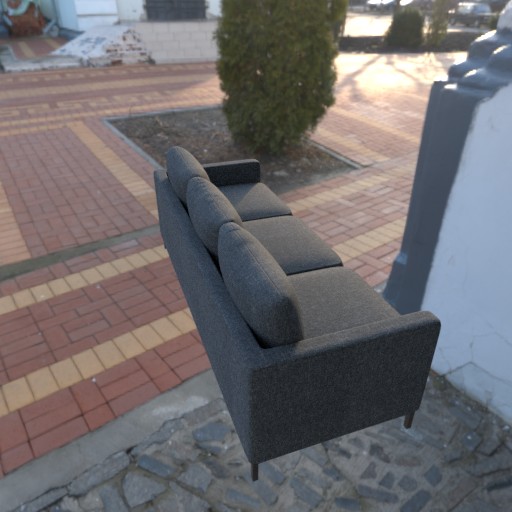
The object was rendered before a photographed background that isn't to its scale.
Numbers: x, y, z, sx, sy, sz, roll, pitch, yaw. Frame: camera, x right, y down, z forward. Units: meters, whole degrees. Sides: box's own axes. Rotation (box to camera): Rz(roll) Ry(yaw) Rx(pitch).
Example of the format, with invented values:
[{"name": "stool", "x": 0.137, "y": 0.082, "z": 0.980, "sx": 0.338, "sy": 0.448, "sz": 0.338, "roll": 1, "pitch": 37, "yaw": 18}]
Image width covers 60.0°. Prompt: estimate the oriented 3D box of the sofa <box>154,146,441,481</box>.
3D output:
[{"name": "sofa", "x": 0.000, "y": 0.000, "z": 2.673, "sx": 0.859, "sy": 0.874, "sz": 2.218, "roll": -10, "pitch": 32, "yaw": -17}]
